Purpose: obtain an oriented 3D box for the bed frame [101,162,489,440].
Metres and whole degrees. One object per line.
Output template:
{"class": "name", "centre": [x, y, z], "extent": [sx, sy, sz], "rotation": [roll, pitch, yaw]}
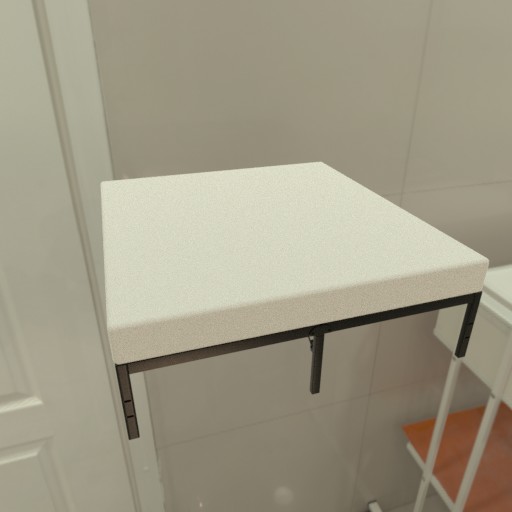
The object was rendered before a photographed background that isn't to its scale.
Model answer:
{"class": "bed frame", "centre": [0.000, 0.000, 3.099], "extent": [1.963, 0.659, 2.079], "rotation": [-8, 28, -16]}
